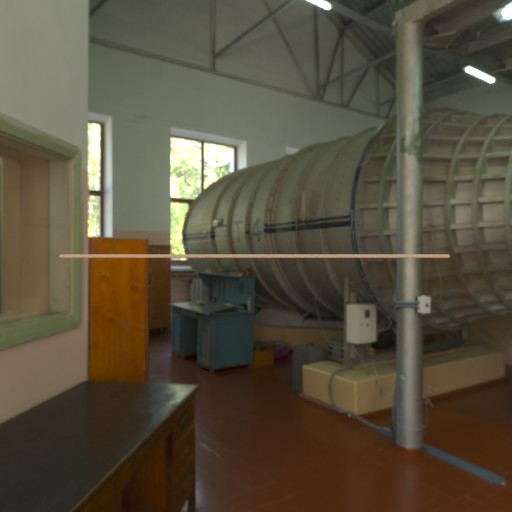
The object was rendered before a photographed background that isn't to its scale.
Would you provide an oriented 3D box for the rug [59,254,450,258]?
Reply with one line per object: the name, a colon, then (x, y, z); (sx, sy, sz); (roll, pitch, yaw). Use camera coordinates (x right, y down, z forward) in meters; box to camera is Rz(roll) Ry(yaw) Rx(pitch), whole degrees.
rug: (0.000, 0.000, 2.856); (1.526, 0.014, 2.290); (0, 0, 1)
